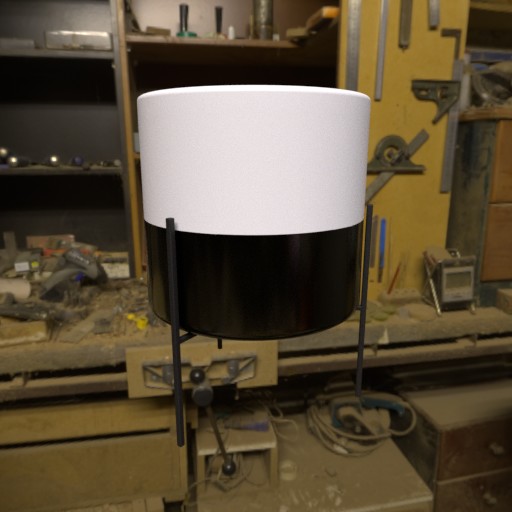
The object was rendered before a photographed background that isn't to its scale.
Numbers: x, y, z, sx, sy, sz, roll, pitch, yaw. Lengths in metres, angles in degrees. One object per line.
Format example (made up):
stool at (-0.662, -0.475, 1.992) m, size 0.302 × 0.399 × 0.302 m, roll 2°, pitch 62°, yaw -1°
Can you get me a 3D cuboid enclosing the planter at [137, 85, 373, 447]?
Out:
planter at (0.000, 0.000, 0.643) m, size 0.310 × 0.432 × 0.310 m, roll -2°, pitch 15°, yaw -9°
